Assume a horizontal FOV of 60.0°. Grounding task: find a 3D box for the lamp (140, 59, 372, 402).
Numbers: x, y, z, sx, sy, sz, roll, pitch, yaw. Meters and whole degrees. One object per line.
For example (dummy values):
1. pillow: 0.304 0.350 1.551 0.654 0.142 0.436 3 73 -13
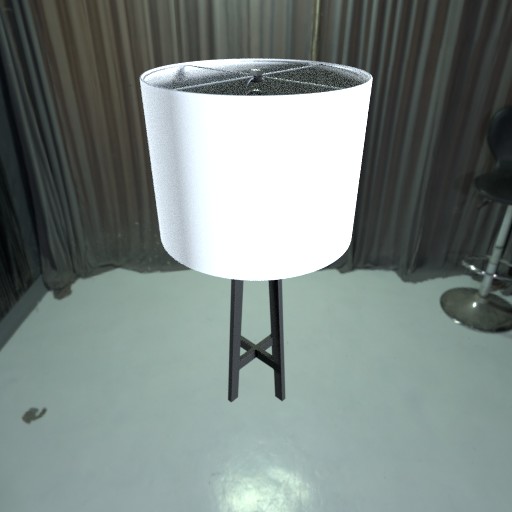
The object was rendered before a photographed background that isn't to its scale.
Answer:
1. lamp: 0.000 0.000 0.626 0.257 0.489 0.257 -1 31 -1
